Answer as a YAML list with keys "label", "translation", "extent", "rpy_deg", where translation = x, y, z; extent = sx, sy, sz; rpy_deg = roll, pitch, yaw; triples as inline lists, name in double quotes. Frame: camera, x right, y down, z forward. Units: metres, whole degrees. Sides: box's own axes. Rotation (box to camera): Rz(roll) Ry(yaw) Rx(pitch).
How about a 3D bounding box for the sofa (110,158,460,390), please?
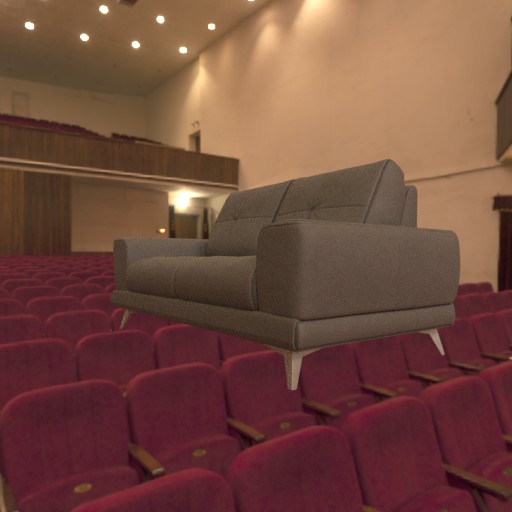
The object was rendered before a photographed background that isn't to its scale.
- label: "sofa"
  translation: [0.000, 0.000, 2.406]
  extent: [1.018, 0.907, 1.806]
  rpy_deg: [0, 0, -37]
